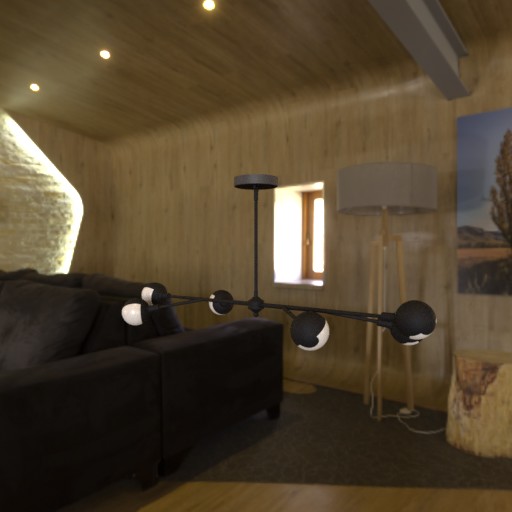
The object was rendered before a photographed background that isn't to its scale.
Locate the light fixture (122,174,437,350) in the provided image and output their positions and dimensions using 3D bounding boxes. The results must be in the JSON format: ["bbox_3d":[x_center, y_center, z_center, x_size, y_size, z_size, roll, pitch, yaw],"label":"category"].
[{"bbox_3d":[0.000,0.000,1.028,0.434,0.362,0.778,0,1,-36],"label":"light fixture"}]
